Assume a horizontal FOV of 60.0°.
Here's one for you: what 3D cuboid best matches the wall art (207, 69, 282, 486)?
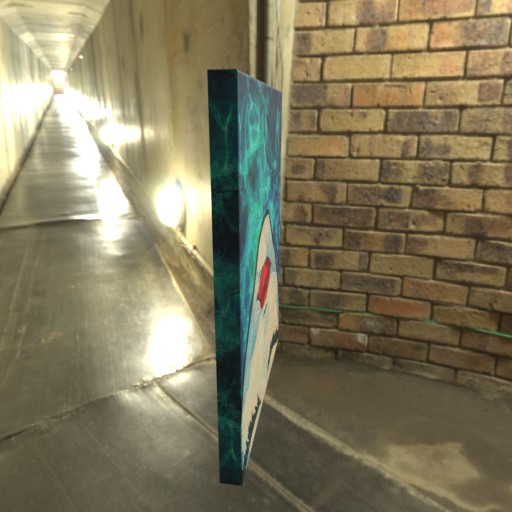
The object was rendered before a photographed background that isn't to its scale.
[{"bbox_3d":[0.000,0.000,0.876,0.038,0.635,0.508,3,18,9],"label":"wall art"}]
